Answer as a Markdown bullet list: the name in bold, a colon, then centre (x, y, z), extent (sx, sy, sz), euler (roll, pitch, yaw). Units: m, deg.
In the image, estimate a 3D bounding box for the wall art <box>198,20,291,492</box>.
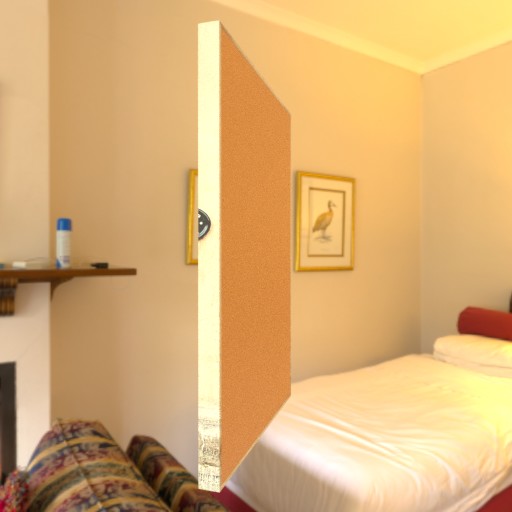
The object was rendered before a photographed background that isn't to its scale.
- **wall art**: centre (0.000, 0.000, 0.964), extent (0.038, 0.764, 0.508), euler (0, 0, 18)
